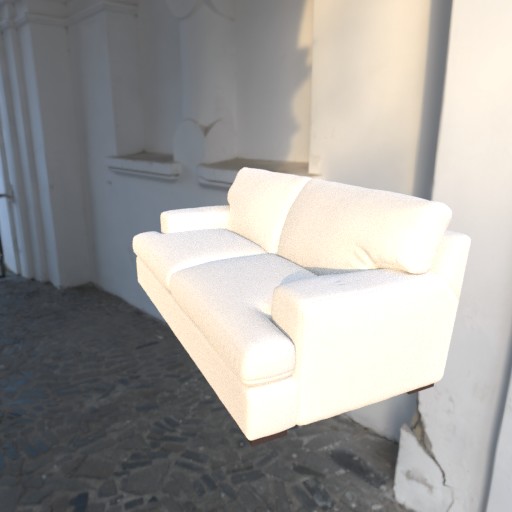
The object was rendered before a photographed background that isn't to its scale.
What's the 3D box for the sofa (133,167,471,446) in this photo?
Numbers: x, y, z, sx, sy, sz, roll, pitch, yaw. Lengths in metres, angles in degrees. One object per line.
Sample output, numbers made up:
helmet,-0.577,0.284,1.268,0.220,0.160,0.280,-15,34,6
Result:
sofa,0.000,0.000,2.783,1.143,0.940,2.261,-8,18,-25
